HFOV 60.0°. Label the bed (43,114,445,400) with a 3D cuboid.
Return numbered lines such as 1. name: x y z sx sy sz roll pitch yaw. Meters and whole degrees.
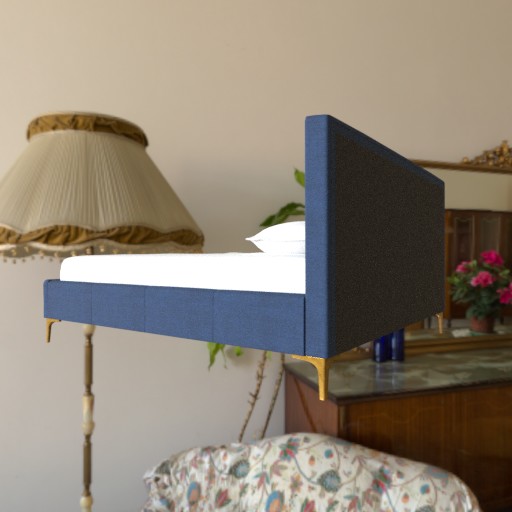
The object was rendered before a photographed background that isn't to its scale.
1. bed: 0.000 0.000 3.345 2.232 1.231 2.096 0 0 36
